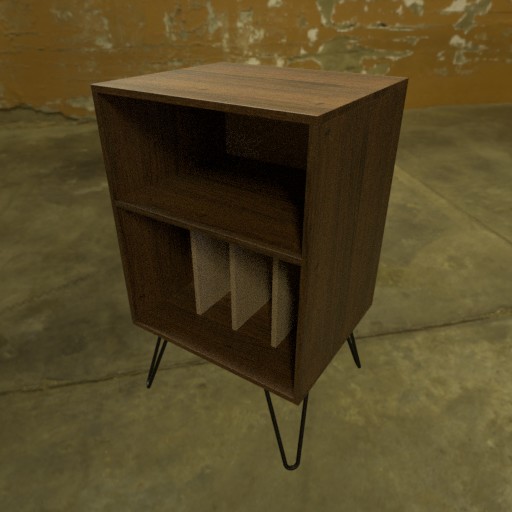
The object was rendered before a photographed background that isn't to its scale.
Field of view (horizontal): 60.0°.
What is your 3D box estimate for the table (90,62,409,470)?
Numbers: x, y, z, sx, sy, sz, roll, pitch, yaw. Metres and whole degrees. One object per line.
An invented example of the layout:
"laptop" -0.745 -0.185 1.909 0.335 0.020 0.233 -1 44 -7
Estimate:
"table" 0.000 0.000 1.165 0.526 0.866 0.457 18 35 28
